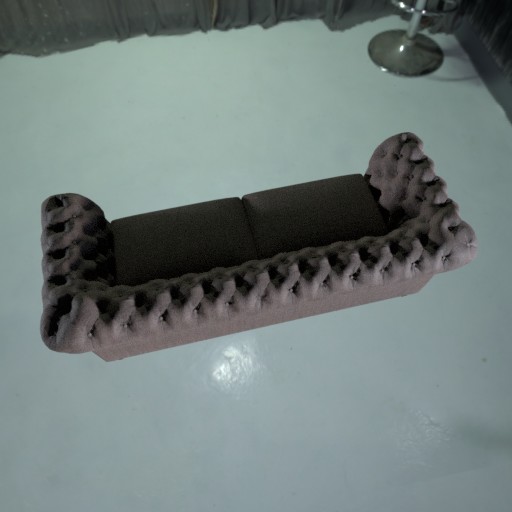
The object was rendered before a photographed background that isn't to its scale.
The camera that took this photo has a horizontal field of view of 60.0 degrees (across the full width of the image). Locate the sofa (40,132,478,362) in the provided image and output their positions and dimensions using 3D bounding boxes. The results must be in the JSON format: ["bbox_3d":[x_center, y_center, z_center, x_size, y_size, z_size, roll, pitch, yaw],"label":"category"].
[{"bbox_3d":[0.000,0.000,2.742,2.385,0.787,0.944,-12,60,-7],"label":"sofa"}]
